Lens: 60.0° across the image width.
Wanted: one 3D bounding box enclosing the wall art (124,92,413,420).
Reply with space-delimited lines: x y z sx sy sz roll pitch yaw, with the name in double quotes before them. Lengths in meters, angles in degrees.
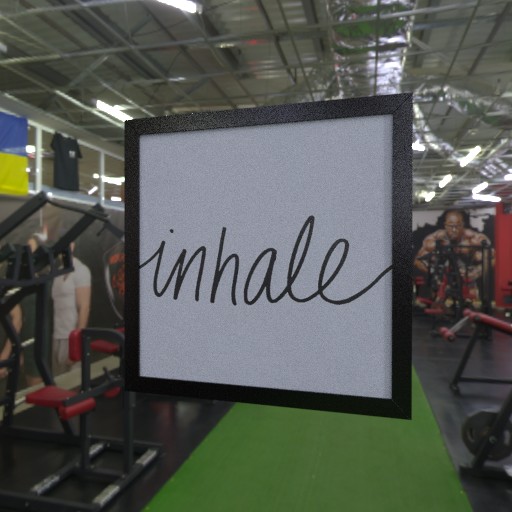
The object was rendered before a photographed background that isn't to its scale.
"wall art" 0.000 0.000 0.670 0.446 0.445 0.014 0 0 16
